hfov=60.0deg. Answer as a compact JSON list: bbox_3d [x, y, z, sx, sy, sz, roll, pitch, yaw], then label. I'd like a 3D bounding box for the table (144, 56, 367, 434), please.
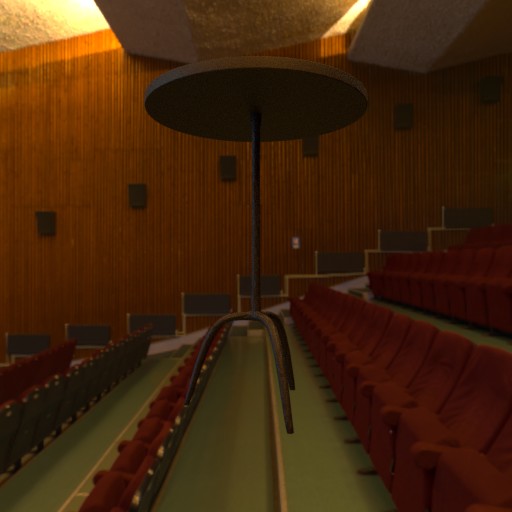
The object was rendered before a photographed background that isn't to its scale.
[{"bbox_3d":[0.000,0.000,1.028,0.502,0.700,0.502,0,0,0],"label":"table"}]
